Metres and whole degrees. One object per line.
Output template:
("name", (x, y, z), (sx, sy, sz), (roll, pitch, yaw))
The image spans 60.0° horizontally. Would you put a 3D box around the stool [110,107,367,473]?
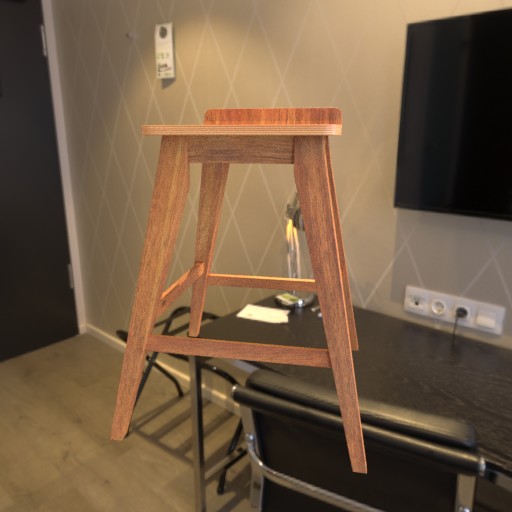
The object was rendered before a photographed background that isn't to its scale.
("stool", (0.000, 0.000, 0.992), (0.500, 0.650, 0.500), (3, 16, 10))
